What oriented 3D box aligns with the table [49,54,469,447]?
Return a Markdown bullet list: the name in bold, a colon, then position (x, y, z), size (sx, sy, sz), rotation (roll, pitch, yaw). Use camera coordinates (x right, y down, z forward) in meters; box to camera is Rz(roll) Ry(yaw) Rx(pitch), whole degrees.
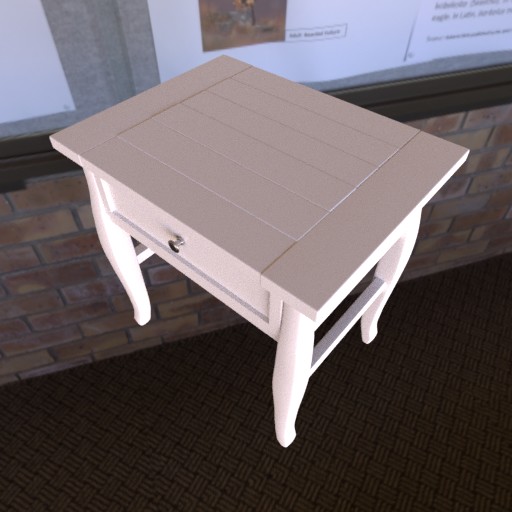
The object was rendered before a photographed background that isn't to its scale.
- **table**: position (0.000, 0.000, 1.014), size (0.599, 0.605, 0.463), rotation (32, 55, 26)
